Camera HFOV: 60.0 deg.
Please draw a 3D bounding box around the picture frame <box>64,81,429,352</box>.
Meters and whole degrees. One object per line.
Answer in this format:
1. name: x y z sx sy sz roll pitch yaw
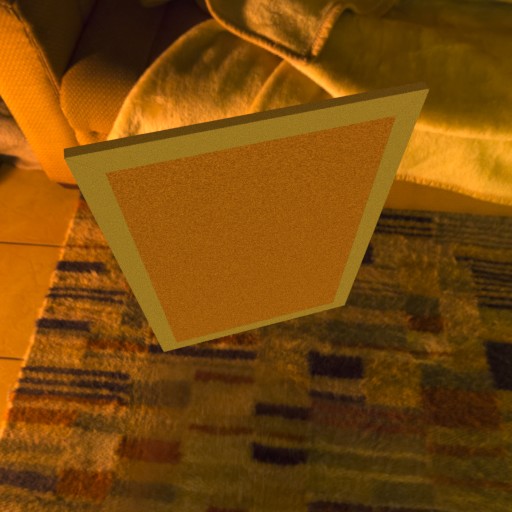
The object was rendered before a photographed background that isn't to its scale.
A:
1. picture frame: 0.000 0.000 0.580 0.326 0.459 0.011 -13 59 -8
